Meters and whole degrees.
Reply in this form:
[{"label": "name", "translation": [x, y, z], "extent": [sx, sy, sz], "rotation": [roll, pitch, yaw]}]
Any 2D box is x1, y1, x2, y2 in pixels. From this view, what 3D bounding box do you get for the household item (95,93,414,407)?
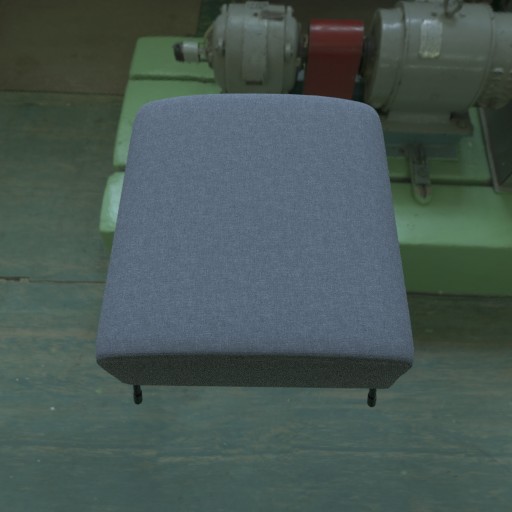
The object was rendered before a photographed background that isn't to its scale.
[{"label": "household item", "translation": [0.000, 0.000, 0.899], "extent": [0.530, 0.410, 0.530], "rotation": [1, 64, 0]}]
